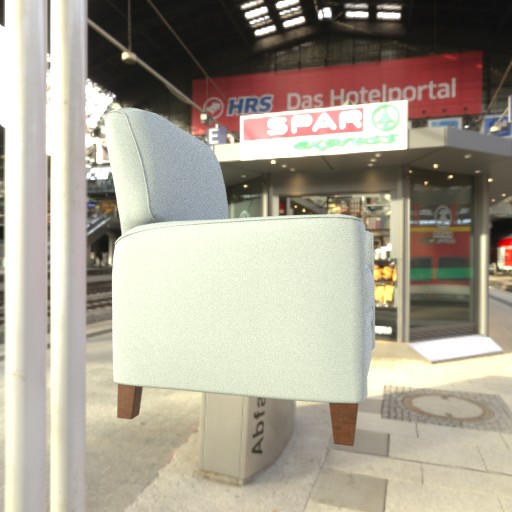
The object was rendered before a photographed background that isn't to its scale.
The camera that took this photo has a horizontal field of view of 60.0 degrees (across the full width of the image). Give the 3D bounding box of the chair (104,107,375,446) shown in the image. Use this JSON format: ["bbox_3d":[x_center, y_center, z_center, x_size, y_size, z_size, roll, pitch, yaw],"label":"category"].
[{"bbox_3d":[0.000,0.000,1.640,0.846,1.007,0.853,0,0,17],"label":"chair"}]
